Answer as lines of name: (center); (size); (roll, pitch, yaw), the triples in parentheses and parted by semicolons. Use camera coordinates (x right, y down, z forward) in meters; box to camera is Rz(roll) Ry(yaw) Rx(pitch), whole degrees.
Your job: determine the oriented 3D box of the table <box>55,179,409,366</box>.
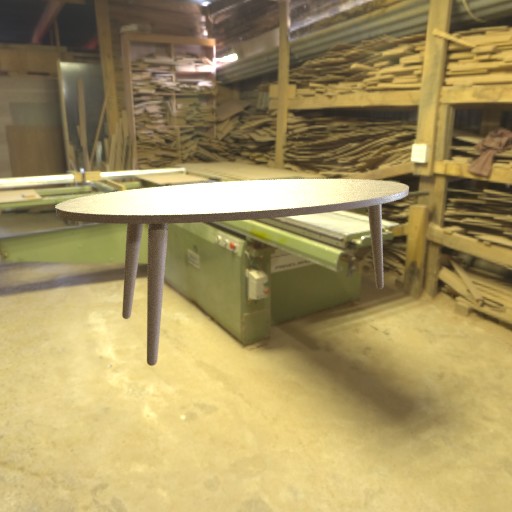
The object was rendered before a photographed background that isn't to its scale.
table: (0.000, 0.000, 1.358); (1.083, 0.390, 0.542); (-8, 18, -26)
